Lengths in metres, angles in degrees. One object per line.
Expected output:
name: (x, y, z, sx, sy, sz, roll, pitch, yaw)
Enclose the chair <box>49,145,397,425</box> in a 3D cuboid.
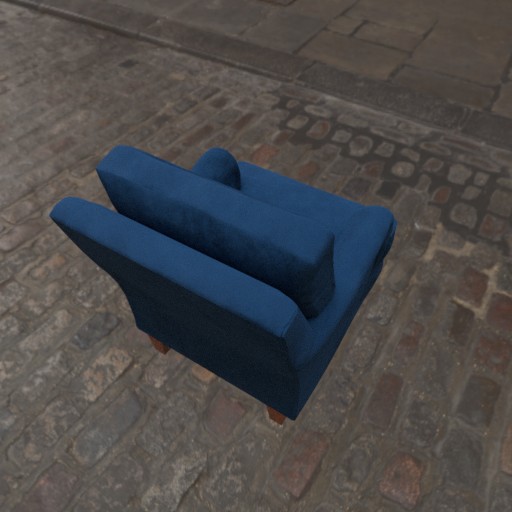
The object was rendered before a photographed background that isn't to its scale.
chair: (0.000, 0.000, 1.827, 0.895, 1.076, 1.078, 25, 51, 21)
